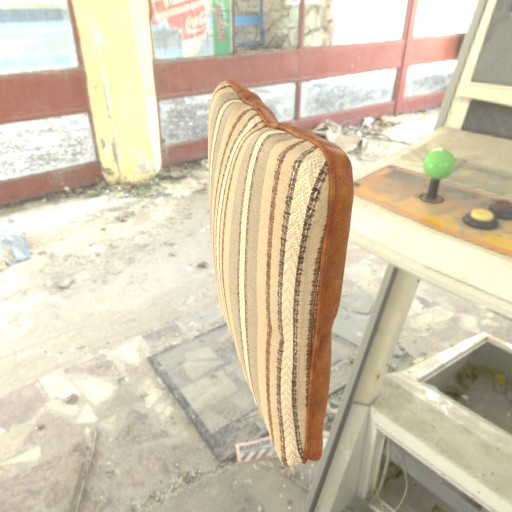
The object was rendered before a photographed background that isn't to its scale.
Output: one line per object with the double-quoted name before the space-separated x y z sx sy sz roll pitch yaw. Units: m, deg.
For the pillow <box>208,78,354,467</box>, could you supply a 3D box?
"pillow" 0.000 0.000 0.729 0.130 0.490 0.489 -8 31 -14
